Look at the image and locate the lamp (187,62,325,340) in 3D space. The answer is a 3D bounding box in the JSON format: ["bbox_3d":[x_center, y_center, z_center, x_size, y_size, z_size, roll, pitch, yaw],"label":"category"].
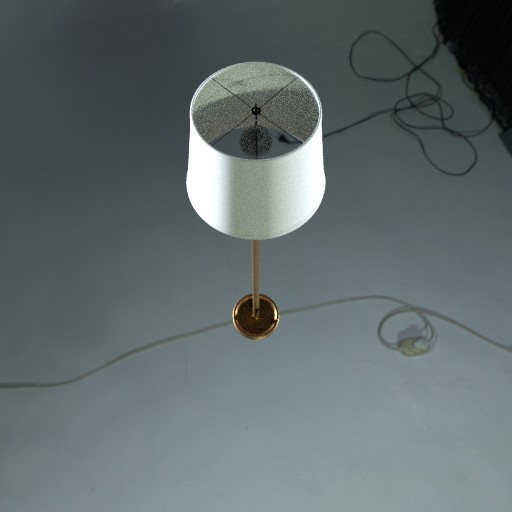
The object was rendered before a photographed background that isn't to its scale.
[{"bbox_3d":[0.000,0.000,0.781,0.178,0.710,0.178,0,64,0],"label":"lamp"}]
